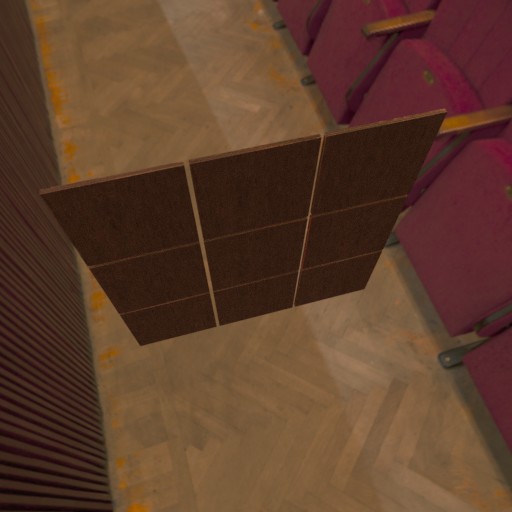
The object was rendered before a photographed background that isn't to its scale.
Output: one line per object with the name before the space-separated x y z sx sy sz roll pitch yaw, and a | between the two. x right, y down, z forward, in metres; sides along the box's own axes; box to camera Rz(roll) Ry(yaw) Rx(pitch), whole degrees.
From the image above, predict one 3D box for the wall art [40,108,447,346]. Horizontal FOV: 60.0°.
wall art | 0.000 0.000 1.358 0.915 0.914 0.013 -13 60 -8
